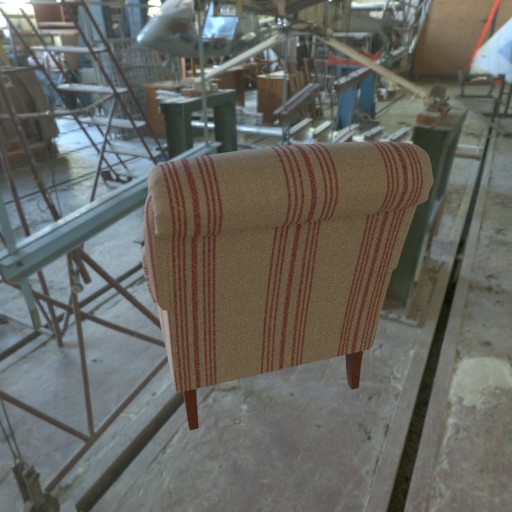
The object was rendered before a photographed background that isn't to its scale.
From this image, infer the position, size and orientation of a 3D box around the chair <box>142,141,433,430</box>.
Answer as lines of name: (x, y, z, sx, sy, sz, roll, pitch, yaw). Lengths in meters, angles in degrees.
chair: (0.000, 0.000, 1.894, 0.933, 1.123, 1.058, -9, 29, -16)
